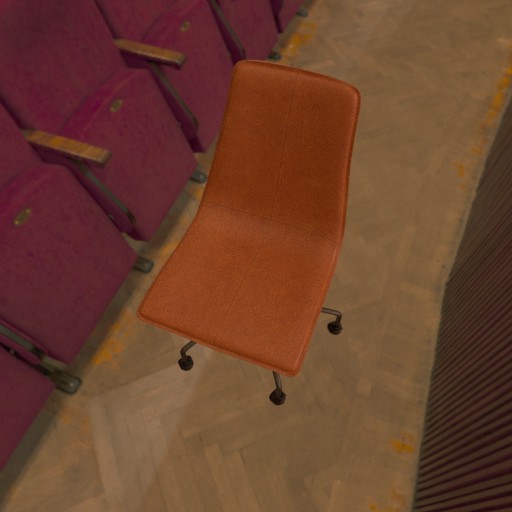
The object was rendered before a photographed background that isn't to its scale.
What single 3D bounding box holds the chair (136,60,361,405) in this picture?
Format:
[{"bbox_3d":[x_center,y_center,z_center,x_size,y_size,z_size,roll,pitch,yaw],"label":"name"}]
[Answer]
[{"bbox_3d":[0.000,0.000,1.364,0.651,0.920,0.660,18,57,12],"label":"chair"}]
